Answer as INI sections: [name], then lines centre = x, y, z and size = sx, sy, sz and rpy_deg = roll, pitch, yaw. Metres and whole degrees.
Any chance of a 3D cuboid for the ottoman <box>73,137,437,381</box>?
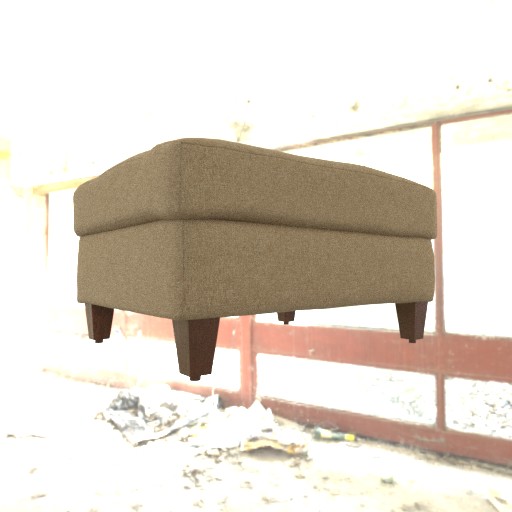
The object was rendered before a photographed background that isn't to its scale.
[ottoman]
centre = 0.000, 0.000, 1.315
size = 0.889, 0.511, 0.692
rpy_deg = 1, -2, -38
